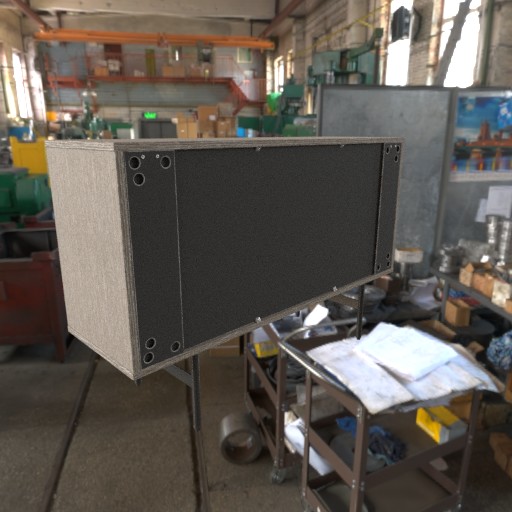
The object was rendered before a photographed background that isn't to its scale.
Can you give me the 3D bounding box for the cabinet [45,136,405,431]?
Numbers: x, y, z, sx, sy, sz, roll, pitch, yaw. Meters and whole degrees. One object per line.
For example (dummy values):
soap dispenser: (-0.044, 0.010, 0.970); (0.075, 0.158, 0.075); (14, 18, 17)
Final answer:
cabinet: (0.000, 0.000, 1.534); (1.194, 0.787, 0.405); (-15, 21, -42)
